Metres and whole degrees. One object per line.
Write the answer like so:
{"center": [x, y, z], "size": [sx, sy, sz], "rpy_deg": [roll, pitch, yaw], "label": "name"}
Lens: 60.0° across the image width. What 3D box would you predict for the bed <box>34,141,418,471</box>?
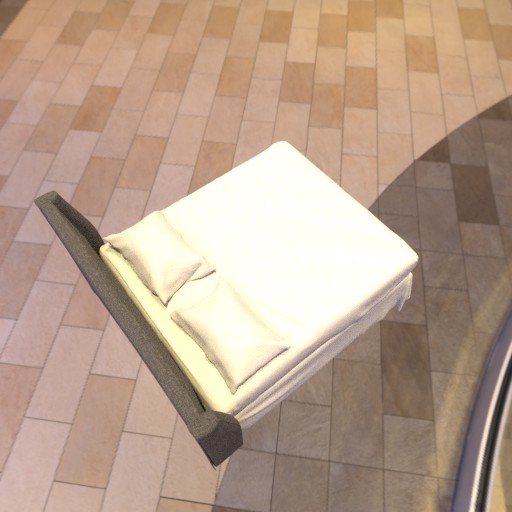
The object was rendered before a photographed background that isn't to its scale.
{"center": [0.000, 0.000, 3.444], "size": [2.276, 1.332, 1.925], "rpy_deg": [-34, 64, -19], "label": "bed"}
